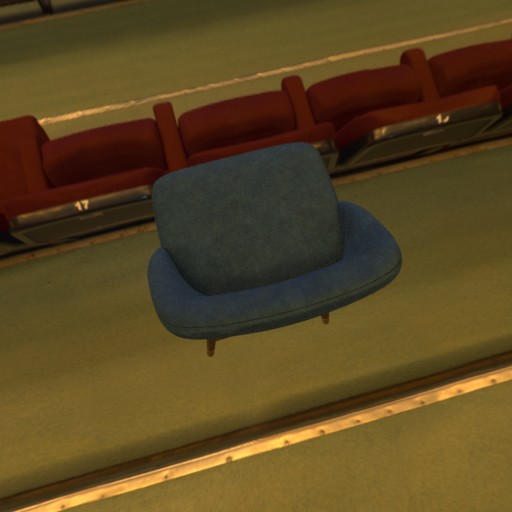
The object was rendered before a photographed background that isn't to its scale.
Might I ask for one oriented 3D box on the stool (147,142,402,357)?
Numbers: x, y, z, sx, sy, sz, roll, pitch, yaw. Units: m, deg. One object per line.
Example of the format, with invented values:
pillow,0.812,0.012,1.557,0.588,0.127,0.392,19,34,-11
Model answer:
stool,0.000,0.000,1.245,0.536,0.925,0.524,-15,73,-5
